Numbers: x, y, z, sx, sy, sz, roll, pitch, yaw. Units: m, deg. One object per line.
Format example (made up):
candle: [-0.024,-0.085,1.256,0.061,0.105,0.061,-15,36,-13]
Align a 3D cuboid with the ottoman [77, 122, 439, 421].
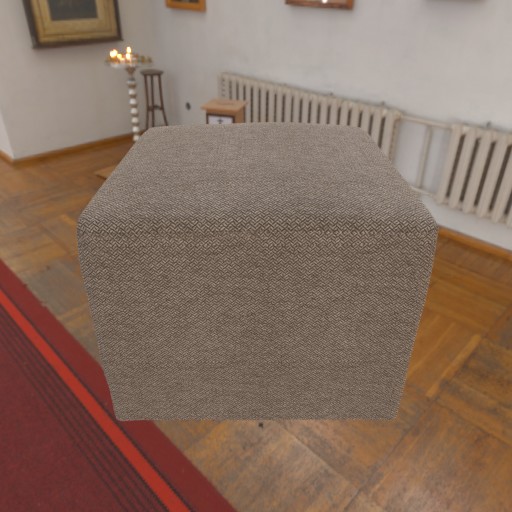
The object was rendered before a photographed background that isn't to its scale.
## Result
ottoman: [0.000,0.000,0.908,0.512,0.453,0.519,0,31,0]
